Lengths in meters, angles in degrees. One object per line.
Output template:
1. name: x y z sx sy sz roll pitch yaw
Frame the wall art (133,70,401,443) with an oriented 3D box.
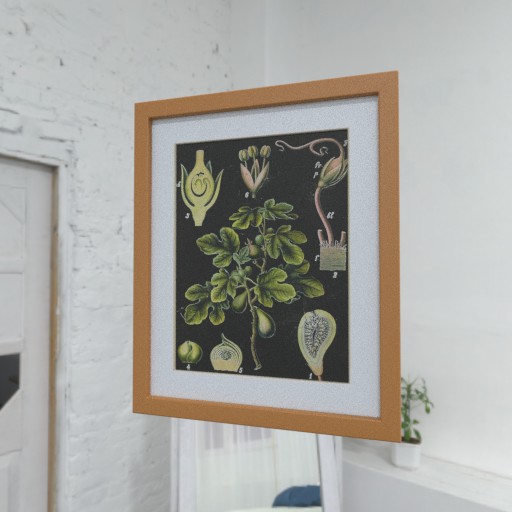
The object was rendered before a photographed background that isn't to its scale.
1. wall art: 0.000 0.000 0.733 0.452 0.553 0.022 0 -1 17
